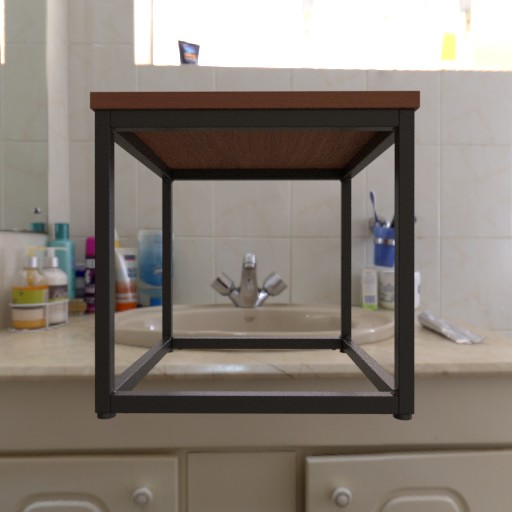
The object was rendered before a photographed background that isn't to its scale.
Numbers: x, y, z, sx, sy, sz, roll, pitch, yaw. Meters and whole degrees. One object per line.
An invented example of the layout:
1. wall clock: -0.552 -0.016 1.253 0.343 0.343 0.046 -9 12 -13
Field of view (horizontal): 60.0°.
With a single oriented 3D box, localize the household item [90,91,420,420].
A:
1. household item: 0.000 0.000 0.737 0.400 0.400 0.400 0 0 1
